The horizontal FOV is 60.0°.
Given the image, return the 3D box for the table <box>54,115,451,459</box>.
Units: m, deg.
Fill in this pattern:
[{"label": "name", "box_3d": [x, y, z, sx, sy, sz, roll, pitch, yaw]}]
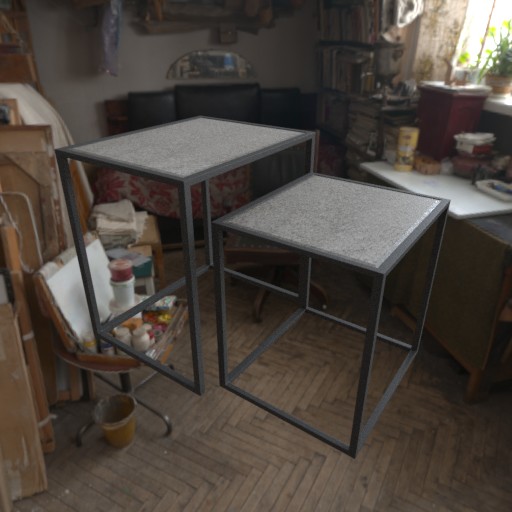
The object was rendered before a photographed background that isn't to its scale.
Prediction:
[{"label": "table", "box_3d": [0.000, 0.000, 1.137, 0.788, 0.540, 0.508, 18, 33, 31]}]
